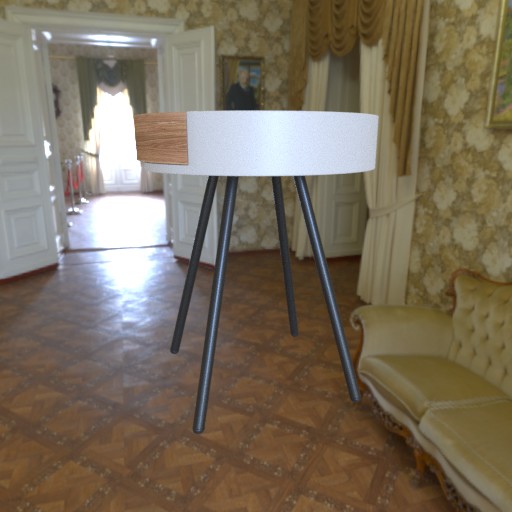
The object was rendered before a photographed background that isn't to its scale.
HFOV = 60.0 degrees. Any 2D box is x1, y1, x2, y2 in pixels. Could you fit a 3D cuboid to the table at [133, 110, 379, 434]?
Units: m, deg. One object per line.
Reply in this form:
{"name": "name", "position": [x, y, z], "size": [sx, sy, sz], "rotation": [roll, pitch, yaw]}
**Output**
{"name": "table", "position": [0.000, 0.000, 0.878], "size": [0.450, 0.525, 0.450], "rotation": [0, 15, 0]}
